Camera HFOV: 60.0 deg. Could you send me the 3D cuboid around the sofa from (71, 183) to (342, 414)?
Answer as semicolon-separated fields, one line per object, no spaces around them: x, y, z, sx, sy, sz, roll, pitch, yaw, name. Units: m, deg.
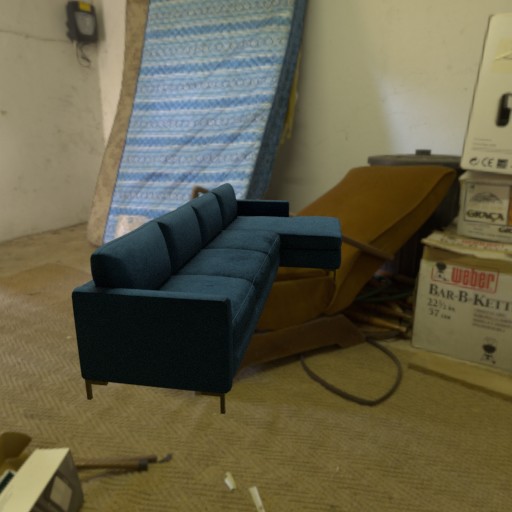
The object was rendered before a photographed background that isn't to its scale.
0.000;0.000;3.456;1.350;0.810;2.932;3;17;9;sofa
